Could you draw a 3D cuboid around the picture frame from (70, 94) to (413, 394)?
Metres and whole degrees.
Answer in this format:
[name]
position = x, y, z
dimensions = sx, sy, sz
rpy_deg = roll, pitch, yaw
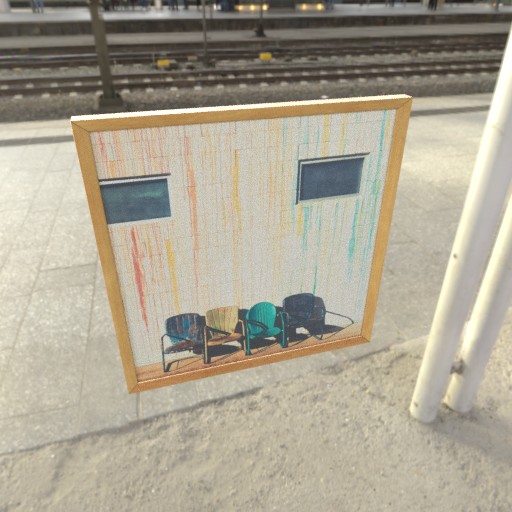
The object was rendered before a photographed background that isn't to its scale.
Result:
[picture frame]
position = 0.000, 0.000, 1.159
dimensions = 0.758, 0.761, 0.037
rpy_deg = -9, 32, -14
